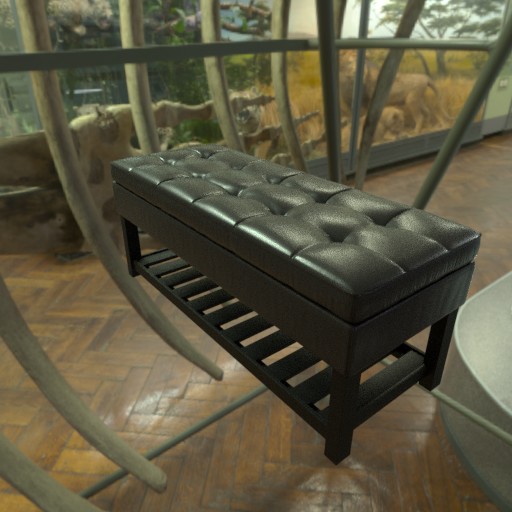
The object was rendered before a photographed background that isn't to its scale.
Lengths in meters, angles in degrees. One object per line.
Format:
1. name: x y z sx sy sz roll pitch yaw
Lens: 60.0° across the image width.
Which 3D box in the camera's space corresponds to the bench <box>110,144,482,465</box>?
1. bench: 0.000 0.000 1.339 0.432 0.460 1.105 -20 33 -33
